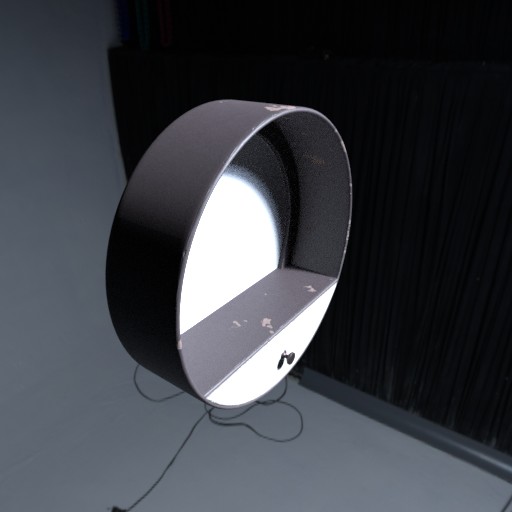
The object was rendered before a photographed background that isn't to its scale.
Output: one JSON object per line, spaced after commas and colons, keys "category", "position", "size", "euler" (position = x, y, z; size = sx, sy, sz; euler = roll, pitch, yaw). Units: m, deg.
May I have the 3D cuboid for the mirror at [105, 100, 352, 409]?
{"category": "mirror", "position": [0.000, 0.000, 0.591], "size": [0.126, 0.386, 0.386], "euler": [18, 32, 32]}
